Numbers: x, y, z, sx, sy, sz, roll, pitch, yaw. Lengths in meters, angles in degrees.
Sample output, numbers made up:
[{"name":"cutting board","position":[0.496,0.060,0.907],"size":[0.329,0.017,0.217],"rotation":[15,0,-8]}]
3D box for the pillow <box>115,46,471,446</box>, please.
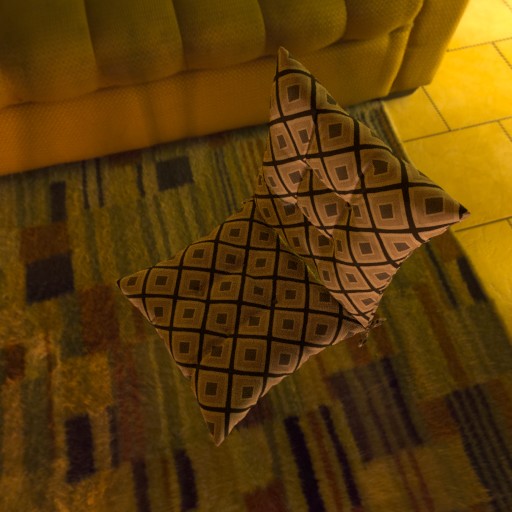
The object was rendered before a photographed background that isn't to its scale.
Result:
[{"name":"pillow","position":[0.000,0.000,0.981],"size":[0.585,0.536,0.541],"rotation":[-33,68,-15]}]
